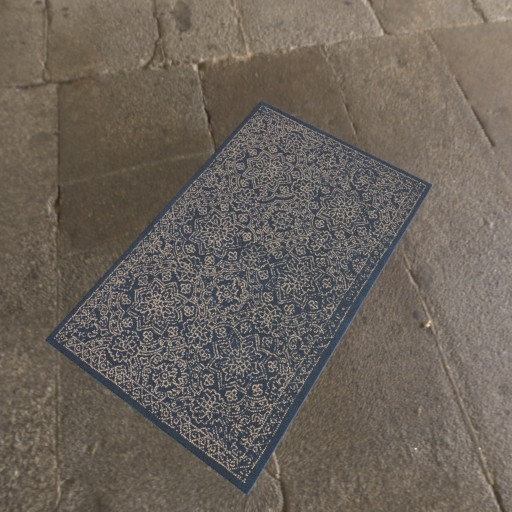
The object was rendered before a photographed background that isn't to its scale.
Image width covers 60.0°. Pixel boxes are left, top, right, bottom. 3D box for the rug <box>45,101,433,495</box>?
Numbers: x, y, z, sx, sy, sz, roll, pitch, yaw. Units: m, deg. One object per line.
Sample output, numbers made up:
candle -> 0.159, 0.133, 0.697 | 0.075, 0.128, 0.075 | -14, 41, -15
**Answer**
rug -> 0.000, 0.000, 3.021 | 1.526, 0.015, 2.441 | 31, 67, 14
